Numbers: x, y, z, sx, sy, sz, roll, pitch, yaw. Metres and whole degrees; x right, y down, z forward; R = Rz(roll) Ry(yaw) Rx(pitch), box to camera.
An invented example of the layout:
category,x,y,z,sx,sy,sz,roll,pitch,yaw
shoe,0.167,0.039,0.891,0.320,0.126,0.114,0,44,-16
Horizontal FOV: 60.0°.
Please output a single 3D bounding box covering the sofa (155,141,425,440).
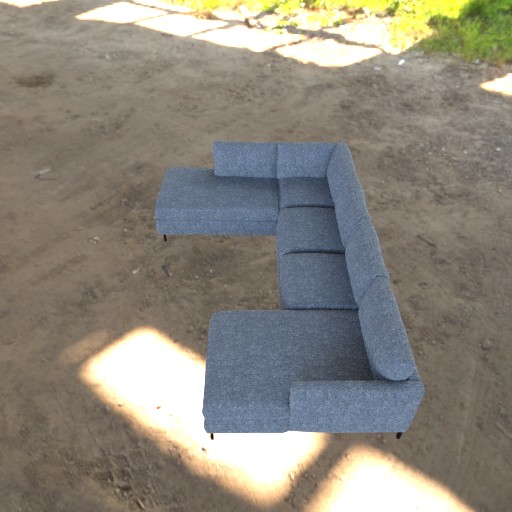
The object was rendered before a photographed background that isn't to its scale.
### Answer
category,x,y,z,sx,sy,sz,roll,pitch,yaw
sofa,0.000,0.000,3.553,1.879,0.756,2.737,0,41,0
